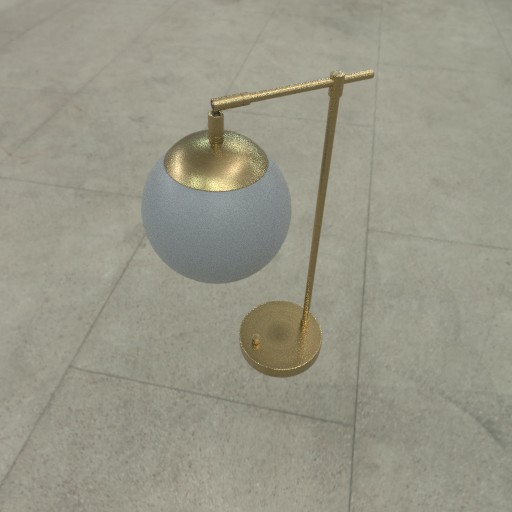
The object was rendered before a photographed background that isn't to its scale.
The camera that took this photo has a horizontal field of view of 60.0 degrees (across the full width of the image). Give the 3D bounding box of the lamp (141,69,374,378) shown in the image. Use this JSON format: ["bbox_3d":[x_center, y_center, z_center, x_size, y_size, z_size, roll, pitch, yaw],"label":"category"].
[{"bbox_3d":[0.000,0.000,0.718,0.324,0.559,0.207,-17,48,-16],"label":"lamp"}]
